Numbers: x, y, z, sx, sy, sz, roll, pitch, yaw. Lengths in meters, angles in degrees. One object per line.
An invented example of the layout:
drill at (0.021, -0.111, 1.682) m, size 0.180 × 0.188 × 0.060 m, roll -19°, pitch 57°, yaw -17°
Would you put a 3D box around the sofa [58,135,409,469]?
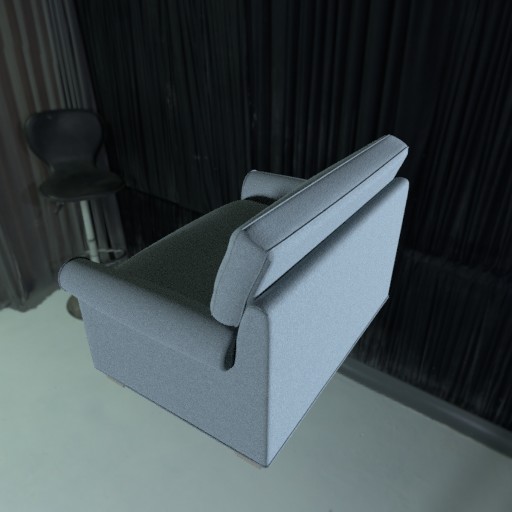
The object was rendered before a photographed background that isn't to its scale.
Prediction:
sofa at (0.000, 0.000, 2.026) m, size 0.940 × 0.953 × 1.410 m, roll 18°, pitch 34°, yaw 29°
